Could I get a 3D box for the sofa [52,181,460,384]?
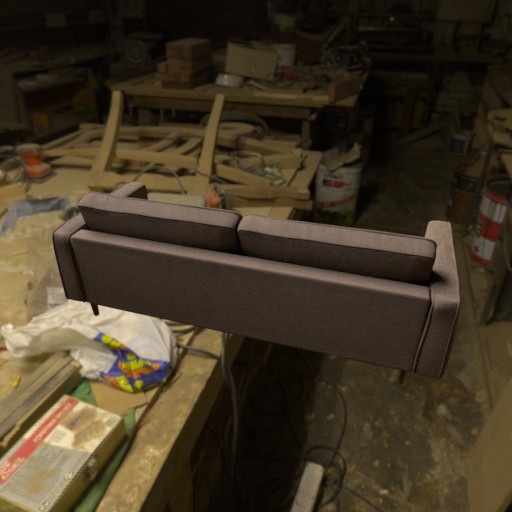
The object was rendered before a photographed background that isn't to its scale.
[{"bbox_3d":[0.000,0.000,2.752,2.295,0.813,0.923,9,32,15],"label":"sofa"}]
